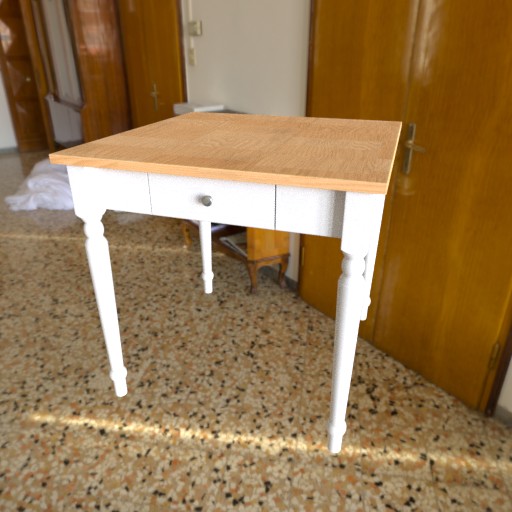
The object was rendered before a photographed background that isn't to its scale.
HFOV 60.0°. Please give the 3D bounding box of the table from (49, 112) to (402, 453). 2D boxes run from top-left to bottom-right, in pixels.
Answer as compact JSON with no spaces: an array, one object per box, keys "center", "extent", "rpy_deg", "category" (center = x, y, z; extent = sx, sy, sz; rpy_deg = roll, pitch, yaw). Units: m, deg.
[{"center":[0.000,0.000,1.380],"extent":[0.747,0.738,0.747],"rpy_deg":[8,27,17],"category":"table"}]
